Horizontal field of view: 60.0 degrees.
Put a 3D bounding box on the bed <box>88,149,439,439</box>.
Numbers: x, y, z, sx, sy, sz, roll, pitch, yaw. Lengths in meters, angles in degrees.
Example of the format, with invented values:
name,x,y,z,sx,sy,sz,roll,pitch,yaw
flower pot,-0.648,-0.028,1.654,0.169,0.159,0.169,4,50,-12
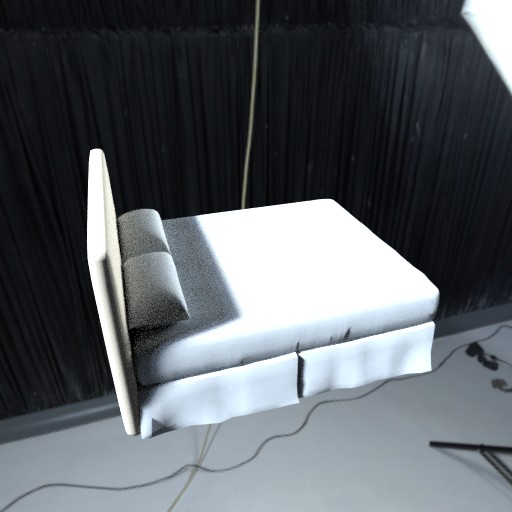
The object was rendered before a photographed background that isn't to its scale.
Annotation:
name,x,y,z,sx,sy,sz,roll,pitch,yaw
bed,0.000,0.000,3.266,2.142,1.330,1.748,-9,31,-15
